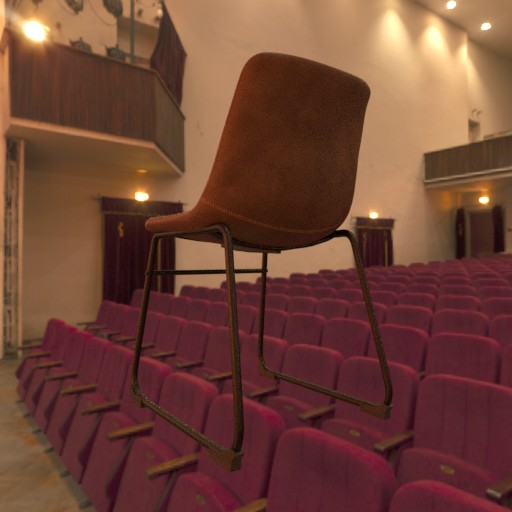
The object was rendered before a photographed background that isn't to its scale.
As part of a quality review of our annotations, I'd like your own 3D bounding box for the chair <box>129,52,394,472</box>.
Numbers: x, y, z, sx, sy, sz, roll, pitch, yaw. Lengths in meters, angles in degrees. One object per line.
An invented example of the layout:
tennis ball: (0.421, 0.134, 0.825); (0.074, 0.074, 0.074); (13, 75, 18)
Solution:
chair: (0.000, 0.000, 1.121); (0.460, 0.780, 0.551); (0, 0, -36)
